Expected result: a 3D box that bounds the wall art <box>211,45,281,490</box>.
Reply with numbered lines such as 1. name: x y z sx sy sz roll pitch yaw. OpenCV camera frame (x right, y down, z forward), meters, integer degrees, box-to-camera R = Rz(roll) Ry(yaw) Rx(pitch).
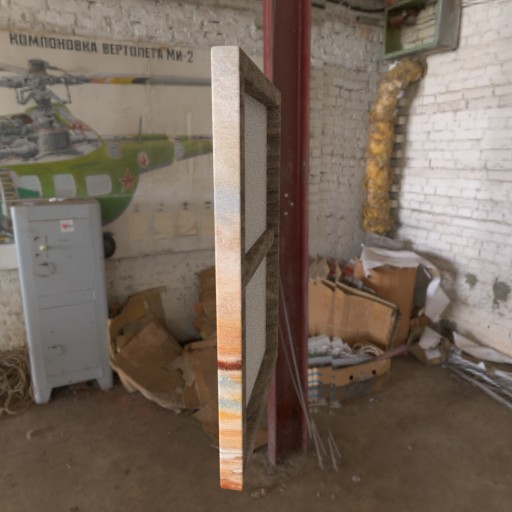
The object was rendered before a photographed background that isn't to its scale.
1. wall art: 0.000 0.000 0.795 0.035 0.605 0.443 2 14 9
